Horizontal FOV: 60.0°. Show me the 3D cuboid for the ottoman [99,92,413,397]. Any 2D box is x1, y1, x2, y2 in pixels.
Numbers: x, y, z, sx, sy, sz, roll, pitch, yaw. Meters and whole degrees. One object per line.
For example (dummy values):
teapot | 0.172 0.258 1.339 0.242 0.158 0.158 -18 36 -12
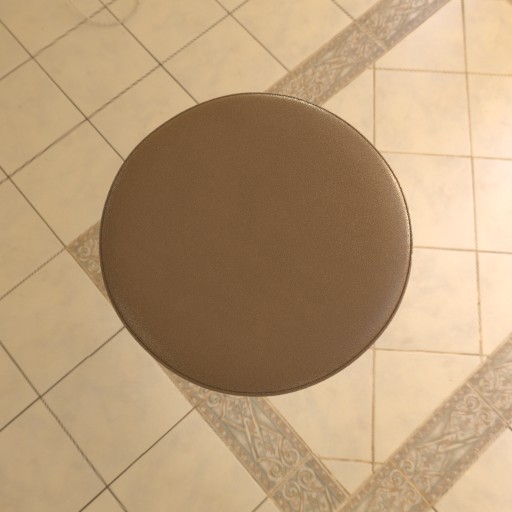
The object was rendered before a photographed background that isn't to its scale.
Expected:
ottoman | 0.000 0.000 0.864 0.500 0.409 0.500 0 77 0
